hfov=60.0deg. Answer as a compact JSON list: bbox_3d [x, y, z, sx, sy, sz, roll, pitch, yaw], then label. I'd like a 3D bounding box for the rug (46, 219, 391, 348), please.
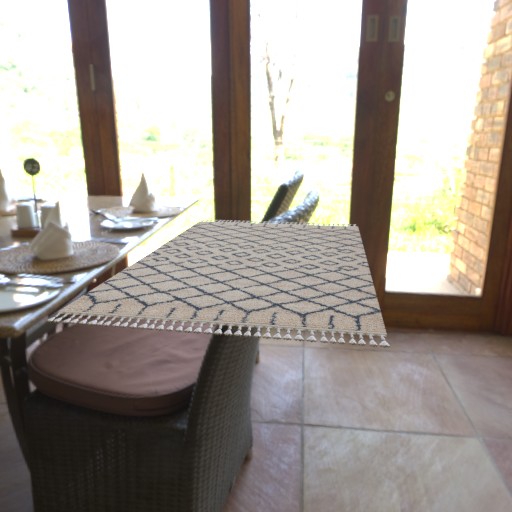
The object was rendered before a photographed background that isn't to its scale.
[{"bbox_3d":[0.000,0.000,2.440,1.196,0.008,2.006,3,15,9],"label":"rug"}]
